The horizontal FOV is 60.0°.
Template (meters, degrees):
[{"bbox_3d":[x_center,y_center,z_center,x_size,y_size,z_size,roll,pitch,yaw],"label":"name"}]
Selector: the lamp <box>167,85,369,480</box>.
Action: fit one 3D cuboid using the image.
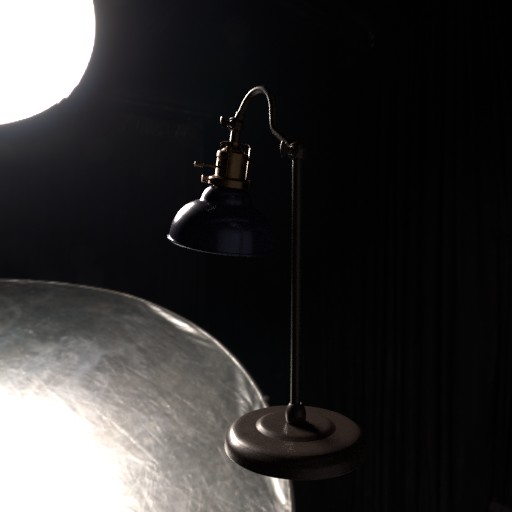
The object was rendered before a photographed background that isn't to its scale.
[{"bbox_3d":[0.000,0.000,0.672,0.192,0.508,0.374,0,1,-36],"label":"lamp"}]
